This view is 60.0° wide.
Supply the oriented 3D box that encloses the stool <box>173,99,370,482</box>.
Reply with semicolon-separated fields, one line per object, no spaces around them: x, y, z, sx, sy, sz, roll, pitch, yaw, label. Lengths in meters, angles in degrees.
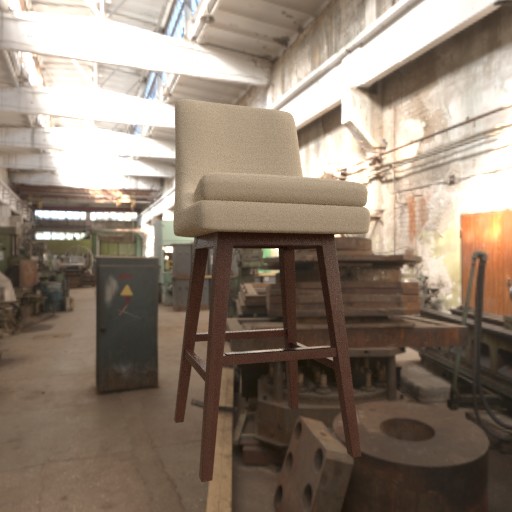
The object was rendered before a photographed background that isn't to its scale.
0.000;0.000;1.366;0.483;1.093;0.559;0;-1;-19;stool
